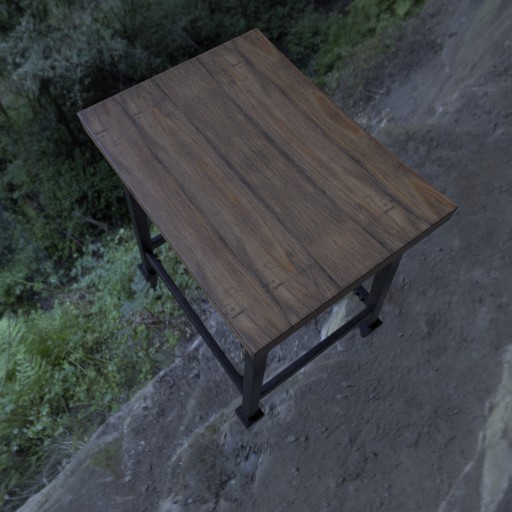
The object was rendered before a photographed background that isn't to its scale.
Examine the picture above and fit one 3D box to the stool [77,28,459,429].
[{"bbox_3d":[0.000,0.000,0.924,0.405,0.625,0.486,-33,67,-16],"label":"stool"}]
